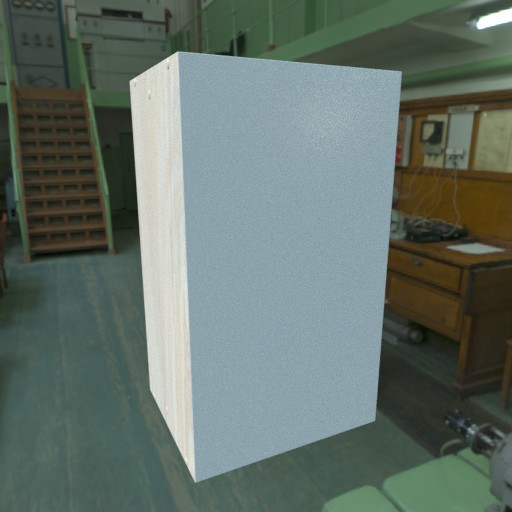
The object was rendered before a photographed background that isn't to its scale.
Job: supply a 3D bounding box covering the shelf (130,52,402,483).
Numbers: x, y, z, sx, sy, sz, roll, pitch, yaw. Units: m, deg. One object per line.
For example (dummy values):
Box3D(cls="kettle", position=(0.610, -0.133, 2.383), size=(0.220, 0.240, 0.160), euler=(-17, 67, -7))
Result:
Box3D(cls="shelf", position=(0.000, 0.000, 0.793), size=(0.350, 0.600, 0.290), euler=(-7, 16, -25))
